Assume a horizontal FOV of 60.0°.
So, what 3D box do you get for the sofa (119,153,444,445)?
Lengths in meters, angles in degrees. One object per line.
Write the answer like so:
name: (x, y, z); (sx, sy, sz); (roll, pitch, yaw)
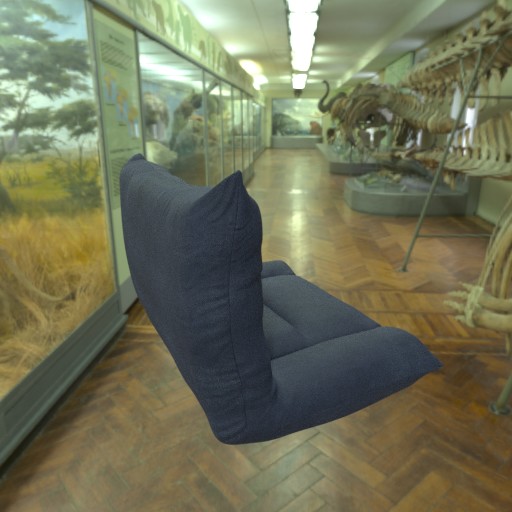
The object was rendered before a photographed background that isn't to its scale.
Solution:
sofa: (0.000, 0.000, 1.694); (0.849, 0.778, 1.122); (-8, 19, -24)
